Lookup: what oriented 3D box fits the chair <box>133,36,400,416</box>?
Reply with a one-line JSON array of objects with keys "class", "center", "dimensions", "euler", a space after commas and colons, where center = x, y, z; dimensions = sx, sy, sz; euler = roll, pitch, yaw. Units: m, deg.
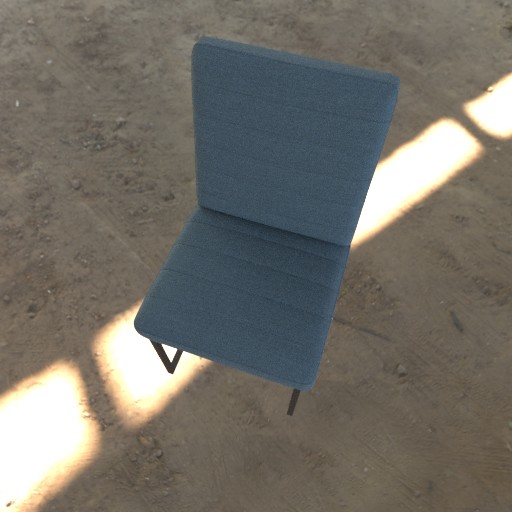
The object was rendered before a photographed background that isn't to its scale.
[{"class": "chair", "center": [0.000, 0.000, 1.300], "dimensions": [0.520, 0.930, 0.634], "euler": [16, 60, 10]}]
